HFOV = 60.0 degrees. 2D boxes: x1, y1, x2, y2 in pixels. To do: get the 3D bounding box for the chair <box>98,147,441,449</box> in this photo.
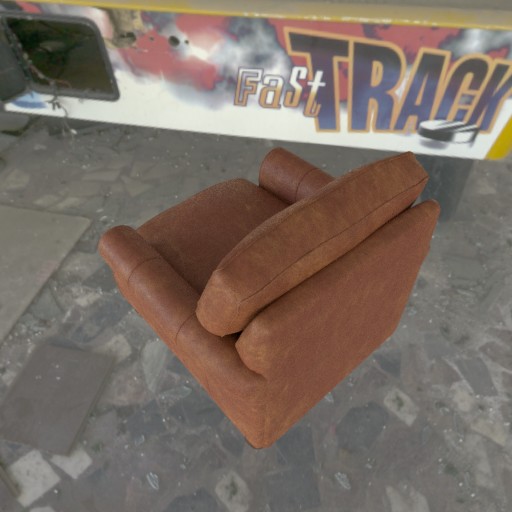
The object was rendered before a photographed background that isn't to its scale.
[{"bbox_3d":[0.000,0.000,1.752,0.983,0.962,0.986,-32,54,-27],"label":"chair"}]
